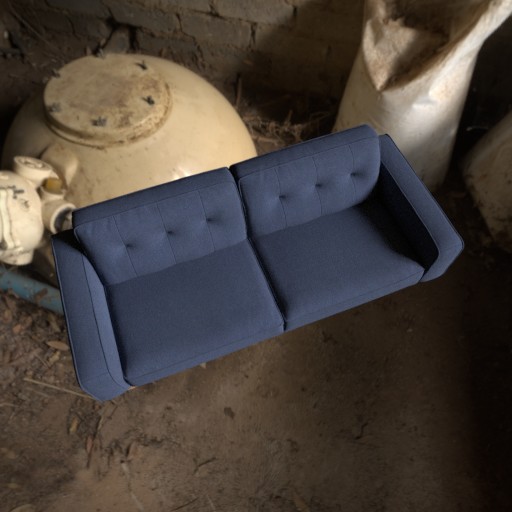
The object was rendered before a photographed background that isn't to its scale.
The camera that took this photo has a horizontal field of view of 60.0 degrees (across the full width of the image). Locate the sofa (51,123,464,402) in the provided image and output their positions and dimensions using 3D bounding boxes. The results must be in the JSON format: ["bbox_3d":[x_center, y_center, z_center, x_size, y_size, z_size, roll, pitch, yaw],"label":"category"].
[{"bbox_3d":[0.000,0.000,2.730,2.270,0.782,0.953,-19,63,-10],"label":"sofa"}]
